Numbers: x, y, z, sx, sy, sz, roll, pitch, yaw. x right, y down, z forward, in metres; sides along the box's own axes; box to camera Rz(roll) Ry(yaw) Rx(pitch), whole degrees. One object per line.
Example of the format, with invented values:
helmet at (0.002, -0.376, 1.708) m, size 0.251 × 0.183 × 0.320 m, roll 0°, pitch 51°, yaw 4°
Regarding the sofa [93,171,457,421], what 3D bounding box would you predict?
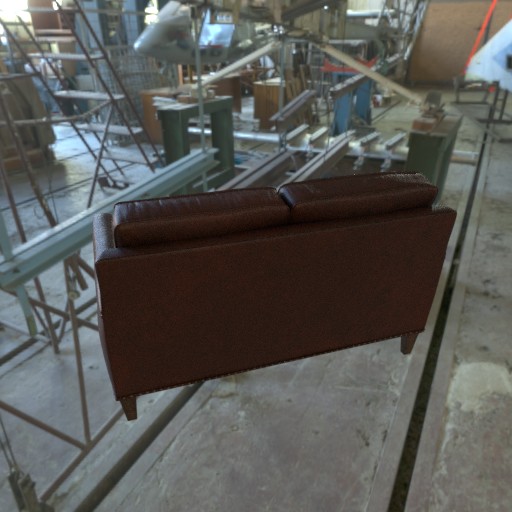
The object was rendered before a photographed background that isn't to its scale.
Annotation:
sofa at (0.000, 0.000, 2.316) m, size 1.628 × 1.003 × 1.083 m, roll -9°, pitch 28°, yaw -16°
